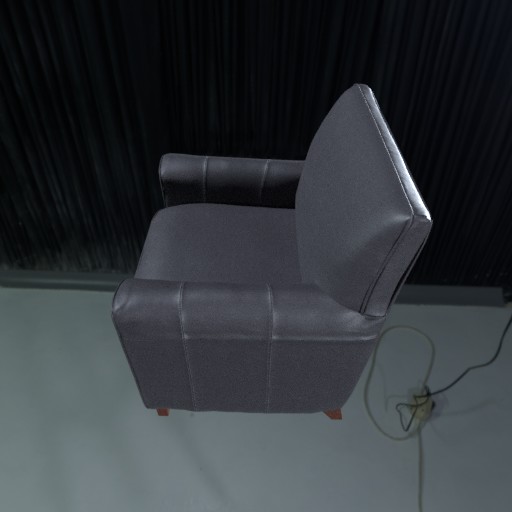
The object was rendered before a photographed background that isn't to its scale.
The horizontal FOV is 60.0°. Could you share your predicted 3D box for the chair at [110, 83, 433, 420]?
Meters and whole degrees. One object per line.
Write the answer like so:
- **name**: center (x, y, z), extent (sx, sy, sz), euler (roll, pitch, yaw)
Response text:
- **chair**: center (0.000, 0.000, 1.584), extent (0.825, 0.943, 0.870), euler (0, 41, 1)
